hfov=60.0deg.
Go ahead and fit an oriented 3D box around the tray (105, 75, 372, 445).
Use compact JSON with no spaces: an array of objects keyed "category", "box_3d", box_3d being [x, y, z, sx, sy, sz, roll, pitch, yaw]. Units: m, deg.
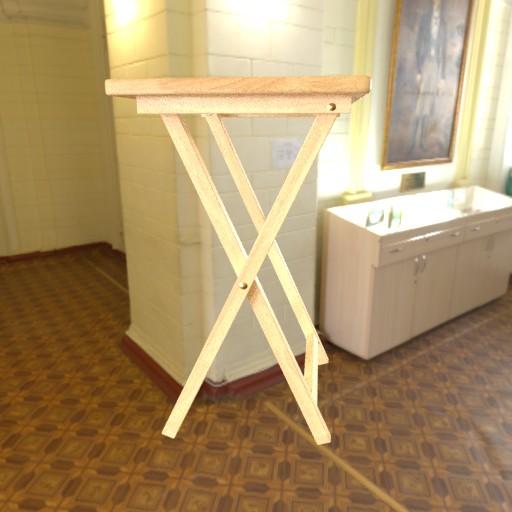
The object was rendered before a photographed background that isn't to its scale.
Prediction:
[{"category":"tray","box_3d":[0.000,0.000,0.938,0.381,0.660,0.483,2,17,8]}]
